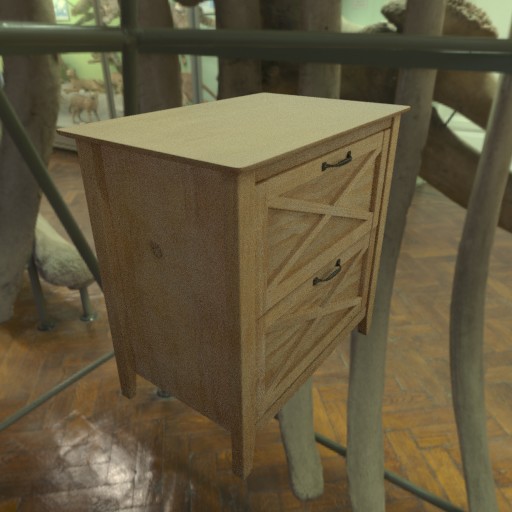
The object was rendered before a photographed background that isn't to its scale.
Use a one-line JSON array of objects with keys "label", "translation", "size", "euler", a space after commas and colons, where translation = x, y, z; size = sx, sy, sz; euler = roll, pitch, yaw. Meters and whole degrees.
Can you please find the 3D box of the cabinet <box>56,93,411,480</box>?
[{"label": "cabinet", "translation": [0.000, 0.000, 1.249], "size": [0.503, 0.762, 0.763], "euler": [19, 32, 32]}]
